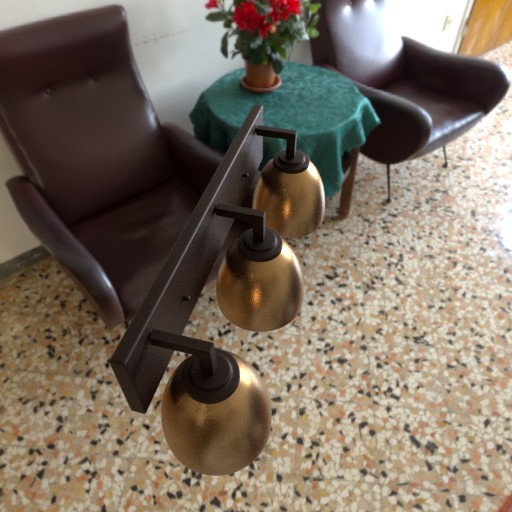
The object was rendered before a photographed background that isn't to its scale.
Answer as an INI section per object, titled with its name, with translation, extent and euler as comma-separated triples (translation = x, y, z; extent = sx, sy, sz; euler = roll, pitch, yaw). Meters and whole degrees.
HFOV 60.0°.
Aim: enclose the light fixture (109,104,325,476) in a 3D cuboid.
[light fixture]
translation = 0.000, 0.000, 0.677
extent = 0.157, 0.204, 0.582
euler = 11, 47, 10
